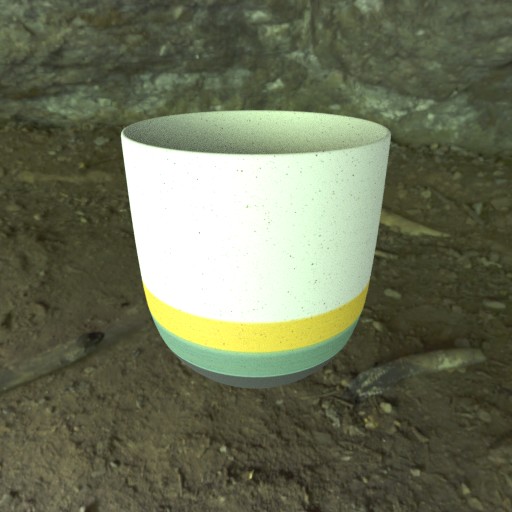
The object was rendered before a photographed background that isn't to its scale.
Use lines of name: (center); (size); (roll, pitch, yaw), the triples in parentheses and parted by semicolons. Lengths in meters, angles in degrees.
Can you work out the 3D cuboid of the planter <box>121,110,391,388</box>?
planter: (0.000, 0.000, 0.376); (0.195, 0.214, 0.195); (0, 25, 0)
